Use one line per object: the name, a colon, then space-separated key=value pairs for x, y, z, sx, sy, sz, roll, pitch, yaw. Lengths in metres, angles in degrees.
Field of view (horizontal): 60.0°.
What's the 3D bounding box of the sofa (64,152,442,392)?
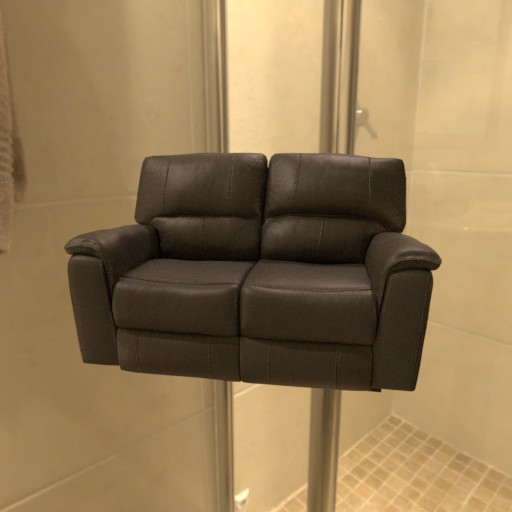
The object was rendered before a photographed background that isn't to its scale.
sofa: x=0.000 y=0.000 z=2.477 sx=1.765 sy=1.111 sz=1.104 roll=2 pitch=14 yaw=9
